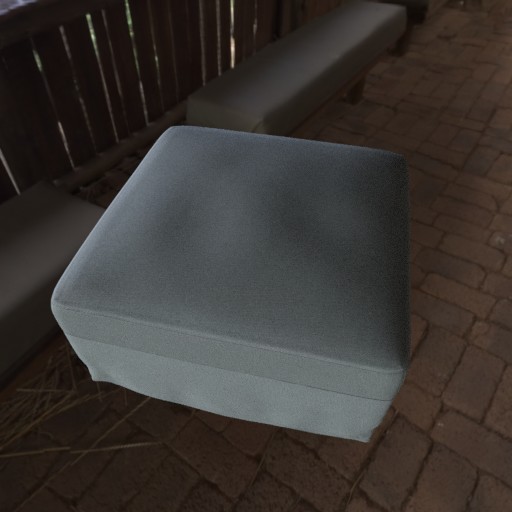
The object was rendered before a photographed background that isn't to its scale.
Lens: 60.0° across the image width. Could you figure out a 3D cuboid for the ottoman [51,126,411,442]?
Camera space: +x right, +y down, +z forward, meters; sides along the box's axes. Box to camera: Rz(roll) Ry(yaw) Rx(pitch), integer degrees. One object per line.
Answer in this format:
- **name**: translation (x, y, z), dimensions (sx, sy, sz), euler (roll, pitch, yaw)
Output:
- **ottoman**: translation (0.000, 0.000, 1.353), dimensions (0.843, 0.441, 0.842), euler (10, 47, 9)
